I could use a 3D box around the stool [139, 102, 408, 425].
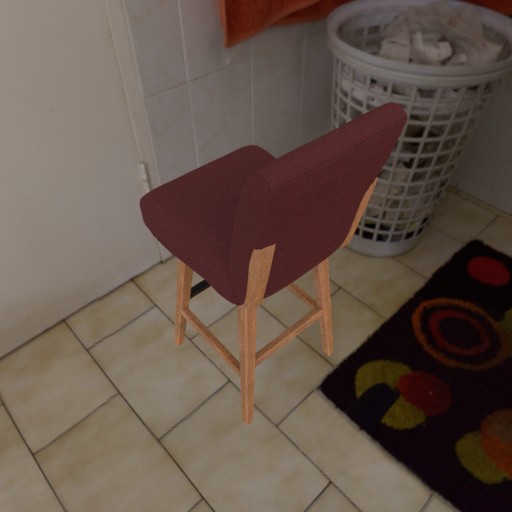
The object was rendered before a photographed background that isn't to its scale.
[{"bbox_3d":[0.000,0.000,1.390,0.468,1.093,0.562,-32,54,-27],"label":"stool"}]
